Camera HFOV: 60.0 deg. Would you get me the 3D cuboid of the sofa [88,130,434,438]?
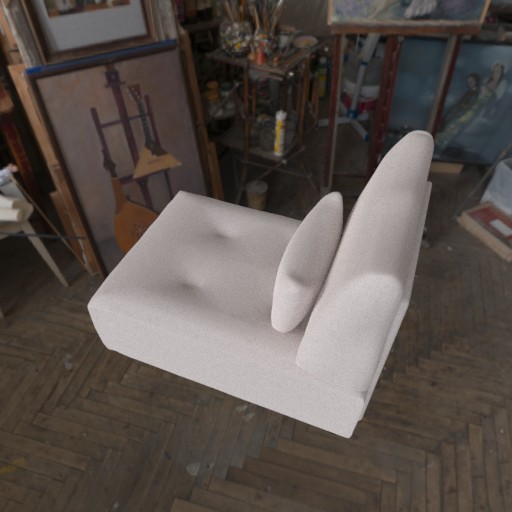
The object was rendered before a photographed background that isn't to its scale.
[{"bbox_3d":[0.000,0.000,1.561,1.000,0.820,0.700,16,48,15],"label":"sofa"}]
